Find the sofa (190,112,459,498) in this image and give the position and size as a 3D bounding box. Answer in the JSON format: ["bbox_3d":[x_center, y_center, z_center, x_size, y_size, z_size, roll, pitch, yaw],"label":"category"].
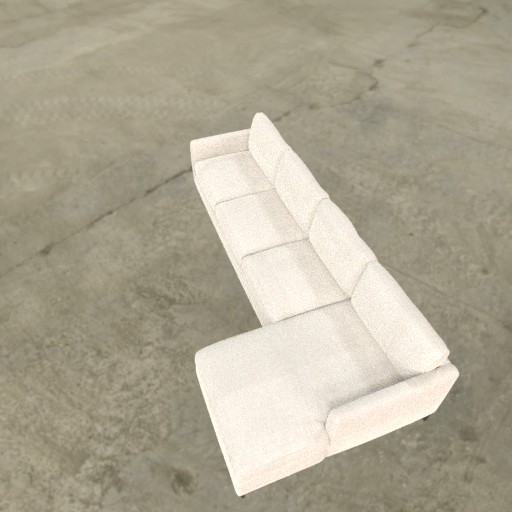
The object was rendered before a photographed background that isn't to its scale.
[{"bbox_3d":[0.000,0.000,2.806,1.126,0.677,2.445,-15,48,-14],"label":"sofa"}]
